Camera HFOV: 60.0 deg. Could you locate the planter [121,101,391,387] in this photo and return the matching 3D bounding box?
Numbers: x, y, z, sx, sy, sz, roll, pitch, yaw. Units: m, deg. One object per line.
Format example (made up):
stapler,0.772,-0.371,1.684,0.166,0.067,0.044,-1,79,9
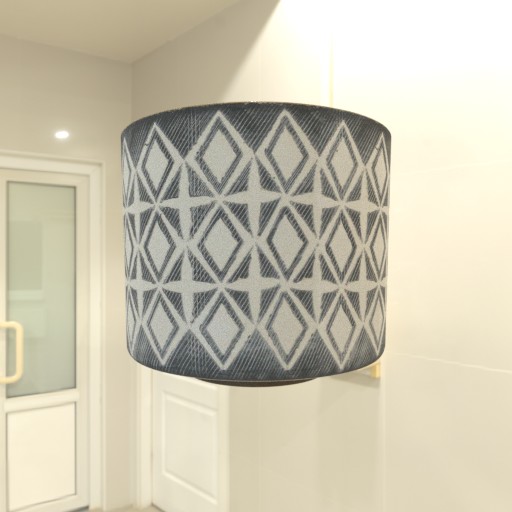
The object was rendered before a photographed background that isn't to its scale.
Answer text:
planter,0.000,0.000,0.330,0.192,0.165,0.192,0,0,0
